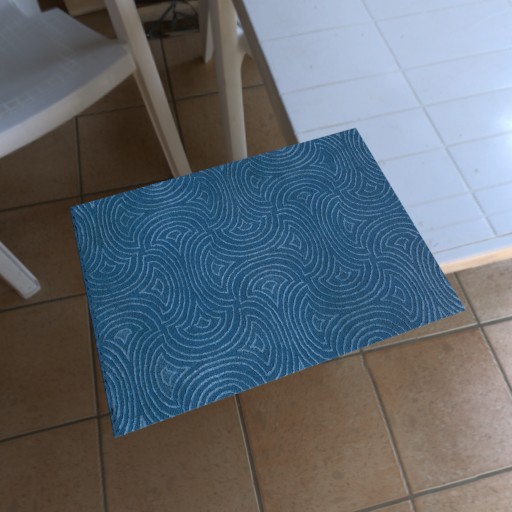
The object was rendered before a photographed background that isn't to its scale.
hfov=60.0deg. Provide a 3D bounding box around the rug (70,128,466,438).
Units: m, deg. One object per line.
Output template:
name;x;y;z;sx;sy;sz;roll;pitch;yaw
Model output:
rug;0.000;0.000;2.847;2.144;0.015;1.543;-18;64;-9
